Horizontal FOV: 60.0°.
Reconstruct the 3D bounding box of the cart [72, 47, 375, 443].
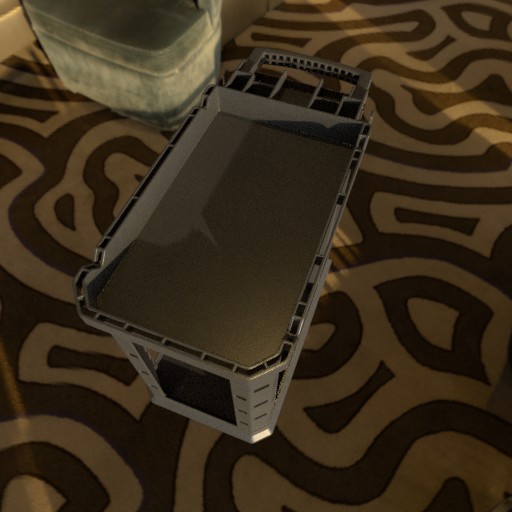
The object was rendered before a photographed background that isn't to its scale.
[{"bbox_3d":[0.000,0.000,1.517,0.497,0.884,1.061,18,59,11],"label":"cart"}]
